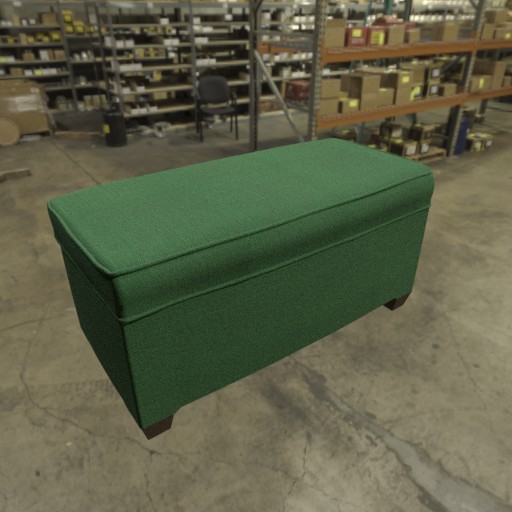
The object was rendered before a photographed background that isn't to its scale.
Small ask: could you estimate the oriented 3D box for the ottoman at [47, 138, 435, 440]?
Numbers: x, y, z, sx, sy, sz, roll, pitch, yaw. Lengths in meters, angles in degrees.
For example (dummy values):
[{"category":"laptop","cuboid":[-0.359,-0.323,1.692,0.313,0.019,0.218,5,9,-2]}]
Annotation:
[{"category":"ottoman","cuboid":[0.000,0.000,1.251,0.957,0.471,0.483,-19,35,-30]}]
